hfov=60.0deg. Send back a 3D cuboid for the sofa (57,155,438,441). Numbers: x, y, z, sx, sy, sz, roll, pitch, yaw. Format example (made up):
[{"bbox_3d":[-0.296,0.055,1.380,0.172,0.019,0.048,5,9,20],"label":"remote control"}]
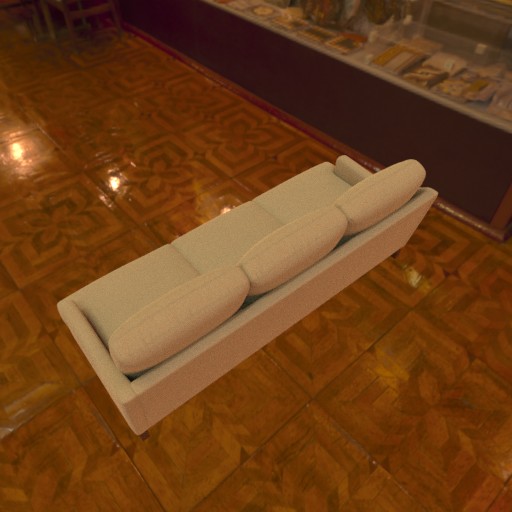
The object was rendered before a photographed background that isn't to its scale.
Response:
[{"bbox_3d":[0.000,0.000,2.856,2.321,0.913,1.000,-31,54,-25],"label":"sofa"}]
